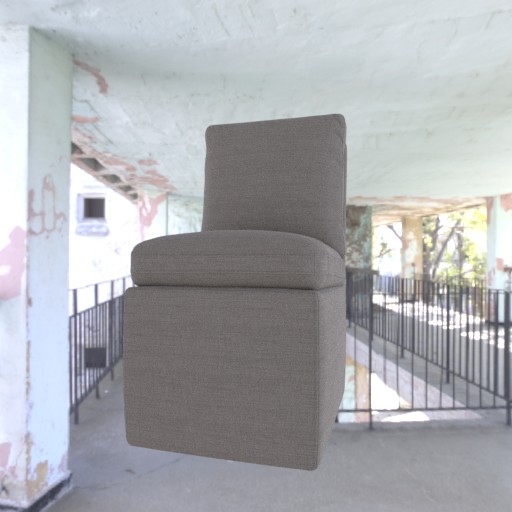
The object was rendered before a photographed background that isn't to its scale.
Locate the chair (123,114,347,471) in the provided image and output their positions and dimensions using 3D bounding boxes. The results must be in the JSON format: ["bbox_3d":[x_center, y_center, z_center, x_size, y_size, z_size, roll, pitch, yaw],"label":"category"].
[{"bbox_3d":[0.000,0.000,1.321,0.503,0.927,0.698,0,0,17],"label":"chair"}]
